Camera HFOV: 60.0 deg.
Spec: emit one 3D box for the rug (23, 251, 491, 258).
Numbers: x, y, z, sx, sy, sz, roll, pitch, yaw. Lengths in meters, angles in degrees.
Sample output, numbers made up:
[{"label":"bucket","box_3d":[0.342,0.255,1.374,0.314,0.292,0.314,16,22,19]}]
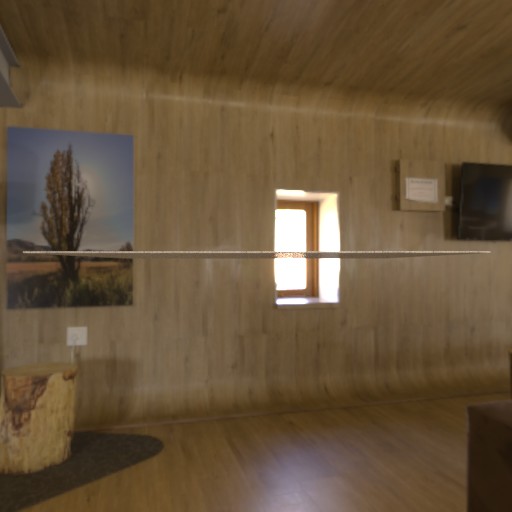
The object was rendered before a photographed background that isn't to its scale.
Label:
[{"label":"rug","box_3d":[0.000,0.000,4.108,3.072,0.011,2.451,0,-1,1]}]
